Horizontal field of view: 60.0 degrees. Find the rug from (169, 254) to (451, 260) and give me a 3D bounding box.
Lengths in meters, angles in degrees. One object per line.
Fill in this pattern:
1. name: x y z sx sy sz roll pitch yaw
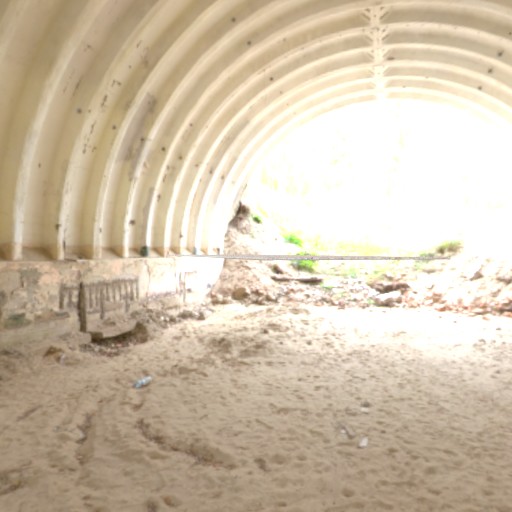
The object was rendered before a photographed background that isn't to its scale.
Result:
1. rug: 0.000 0.000 2.712 0.750 0.009 2.435 0 0 -18
